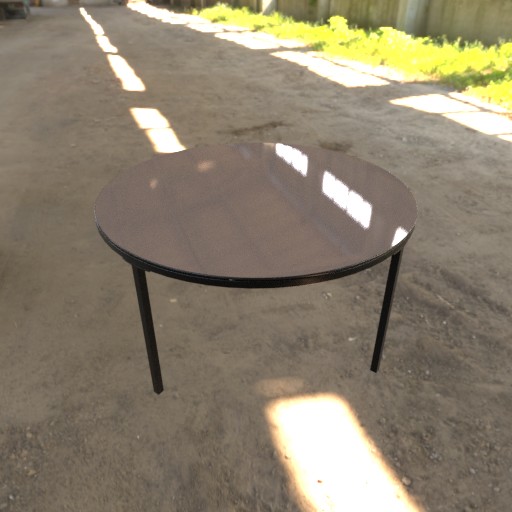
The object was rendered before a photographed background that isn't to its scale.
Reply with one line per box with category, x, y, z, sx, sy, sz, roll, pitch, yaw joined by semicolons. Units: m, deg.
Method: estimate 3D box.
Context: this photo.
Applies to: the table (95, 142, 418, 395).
table;0.000;0.000;1.250;0.800;0.400;0.800;0;32;0
